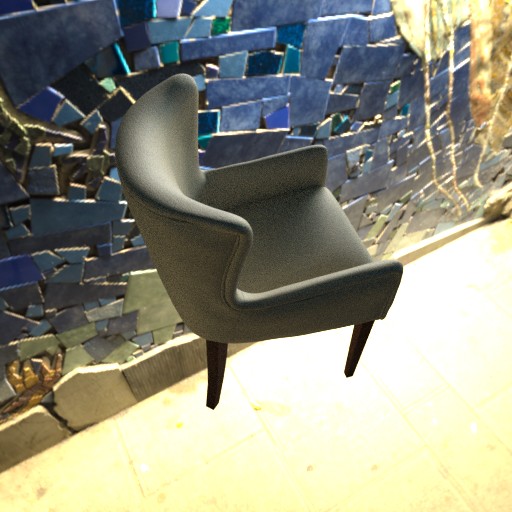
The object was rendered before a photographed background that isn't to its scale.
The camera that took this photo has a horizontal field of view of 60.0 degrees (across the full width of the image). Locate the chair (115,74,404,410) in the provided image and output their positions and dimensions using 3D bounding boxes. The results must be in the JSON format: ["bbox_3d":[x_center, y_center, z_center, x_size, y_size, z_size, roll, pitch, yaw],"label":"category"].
[{"bbox_3d":[0.000,0.000,1.429,0.686,0.952,0.660,-11,49,-10],"label":"chair"}]
